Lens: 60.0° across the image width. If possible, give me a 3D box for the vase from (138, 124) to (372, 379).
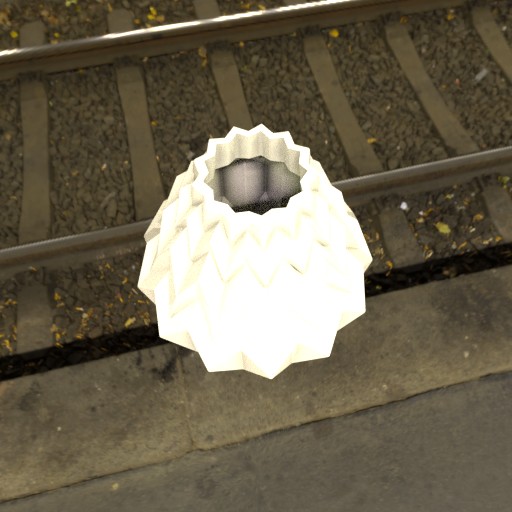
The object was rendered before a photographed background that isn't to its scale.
[{"bbox_3d":[0.000,0.000,0.303,0.164,0.185,0.164,0,63,0],"label":"vase"}]
